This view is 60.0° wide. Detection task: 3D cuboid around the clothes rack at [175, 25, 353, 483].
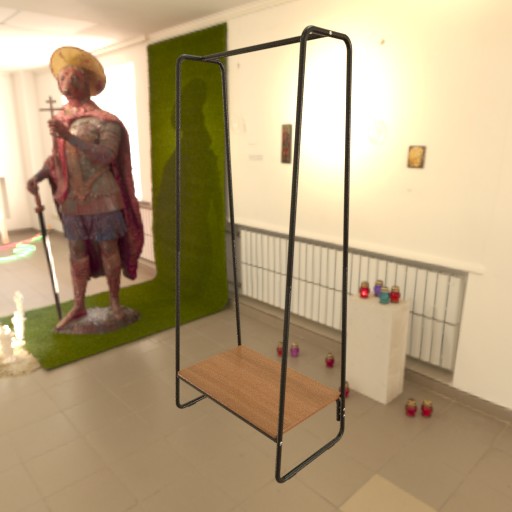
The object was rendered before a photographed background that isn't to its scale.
[{"bbox_3d":[0.000,0.000,1.717,0.400,1.500,0.640,-14,20,-42],"label":"clothes rack"}]
